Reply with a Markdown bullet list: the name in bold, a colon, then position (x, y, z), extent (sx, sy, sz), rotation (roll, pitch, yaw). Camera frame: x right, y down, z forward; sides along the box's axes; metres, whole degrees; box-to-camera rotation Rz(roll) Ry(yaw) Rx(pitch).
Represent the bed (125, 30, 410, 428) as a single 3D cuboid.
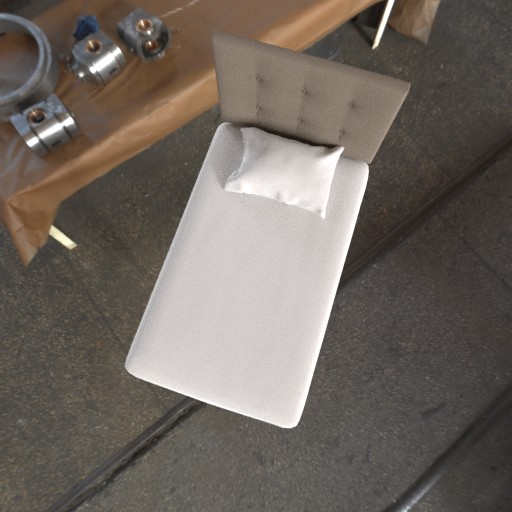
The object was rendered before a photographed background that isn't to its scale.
- **bed**: position (0.000, 0.000, 2.944), extent (1.261, 1.571, 1.997), rotation (17, 75, 5)
